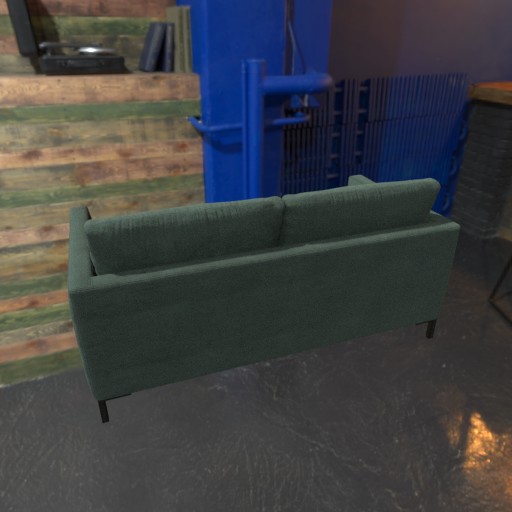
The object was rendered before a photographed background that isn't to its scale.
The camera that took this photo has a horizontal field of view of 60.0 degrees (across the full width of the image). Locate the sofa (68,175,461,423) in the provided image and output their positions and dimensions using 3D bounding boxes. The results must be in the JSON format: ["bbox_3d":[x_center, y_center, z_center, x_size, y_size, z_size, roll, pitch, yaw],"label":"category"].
[{"bbox_3d":[0.000,0.000,2.180,1.676,0.817,0.875,-9,28,-18],"label":"sofa"}]
